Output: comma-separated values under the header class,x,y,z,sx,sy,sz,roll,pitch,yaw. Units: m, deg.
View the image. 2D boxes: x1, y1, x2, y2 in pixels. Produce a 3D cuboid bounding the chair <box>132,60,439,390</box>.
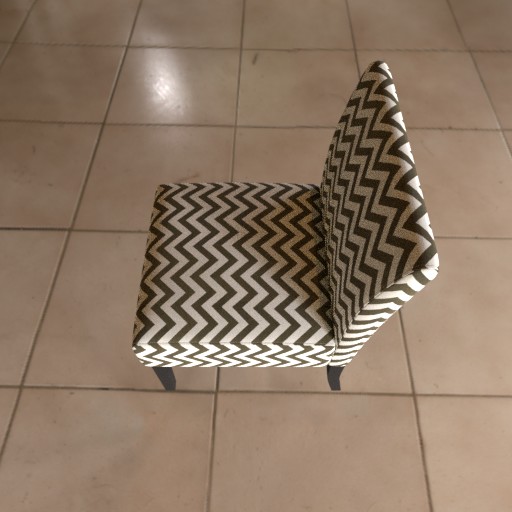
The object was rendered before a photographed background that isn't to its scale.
class,x,y,z,sx,sy,sz,roll,pitch,yaw
chair,0.000,0.000,1.253,0.648,0.838,0.589,0,58,0
